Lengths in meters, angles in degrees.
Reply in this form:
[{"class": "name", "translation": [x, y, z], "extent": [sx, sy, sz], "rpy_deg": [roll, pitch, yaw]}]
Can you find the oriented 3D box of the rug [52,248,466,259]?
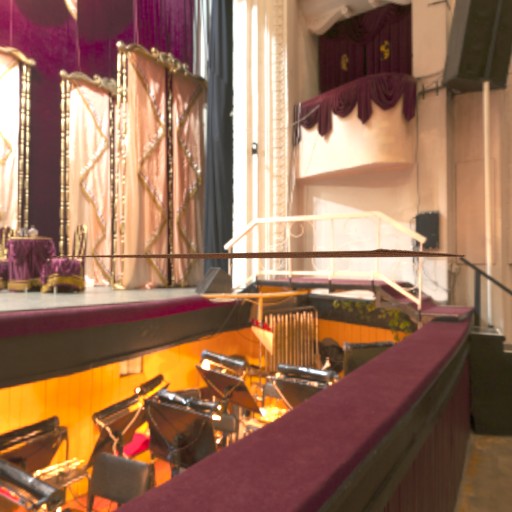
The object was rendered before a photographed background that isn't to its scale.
[{"class": "rug", "translation": [0.000, 0.000, 3.855], "extent": [3.040, 0.017, 2.030], "rpy_deg": [-1, -1, 36]}]
